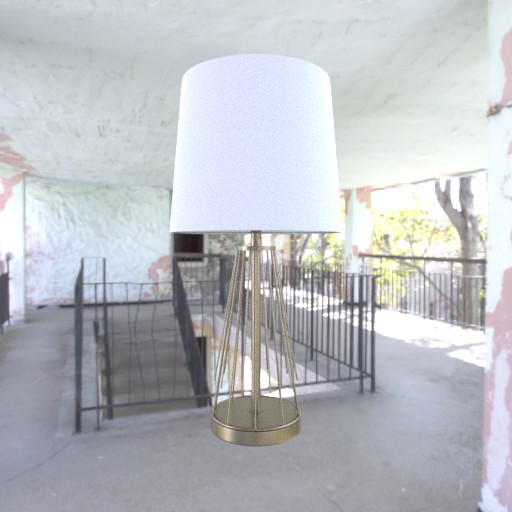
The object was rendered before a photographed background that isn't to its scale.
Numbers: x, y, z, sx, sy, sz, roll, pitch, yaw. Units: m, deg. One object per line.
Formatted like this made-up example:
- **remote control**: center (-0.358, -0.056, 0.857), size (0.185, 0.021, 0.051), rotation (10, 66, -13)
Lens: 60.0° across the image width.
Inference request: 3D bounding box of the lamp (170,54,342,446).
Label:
- **lamp**: center (0.000, 0.000, 0.794), size (0.303, 0.618, 0.303), rotation (0, 2, 0)
